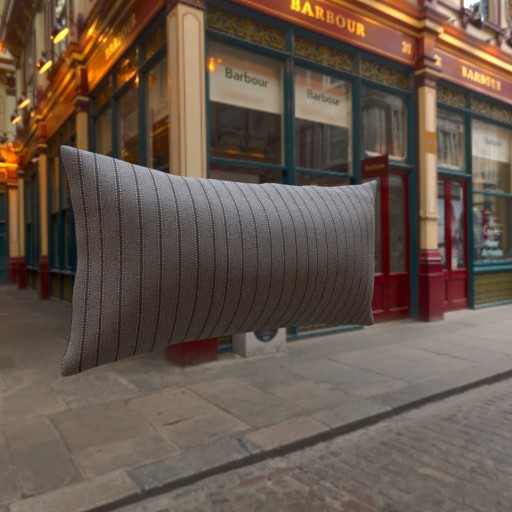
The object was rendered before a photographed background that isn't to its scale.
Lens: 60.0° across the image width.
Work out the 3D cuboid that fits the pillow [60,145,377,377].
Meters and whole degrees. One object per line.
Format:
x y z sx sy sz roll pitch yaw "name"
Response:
0.000 0.000 0.737 0.609 0.305 0.151 -1 1 -36 "pillow"
